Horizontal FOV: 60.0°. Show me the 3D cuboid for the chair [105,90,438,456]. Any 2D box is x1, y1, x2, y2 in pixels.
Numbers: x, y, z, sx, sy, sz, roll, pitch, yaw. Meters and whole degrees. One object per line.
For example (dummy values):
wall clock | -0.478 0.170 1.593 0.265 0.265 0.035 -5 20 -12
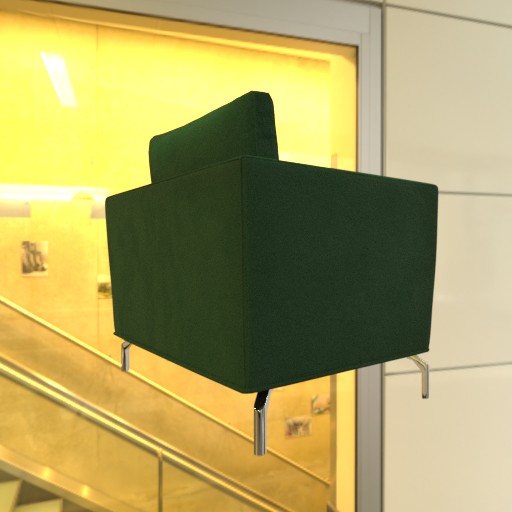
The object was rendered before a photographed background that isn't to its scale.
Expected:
chair | 0.000 0.000 1.723 0.852 0.997 1.047 -1 1 -36
